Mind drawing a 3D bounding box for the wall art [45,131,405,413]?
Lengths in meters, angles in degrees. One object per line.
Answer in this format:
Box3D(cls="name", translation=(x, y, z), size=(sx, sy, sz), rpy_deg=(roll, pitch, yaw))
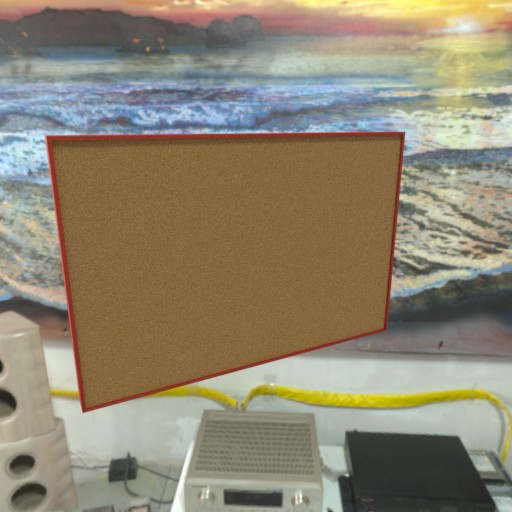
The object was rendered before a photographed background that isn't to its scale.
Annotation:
Box3D(cls="wall art", translation=(0.000, 0.000, 0.759), size=(0.607, 0.405, 0.033), rpy_deg=(-8, 19, -26))
